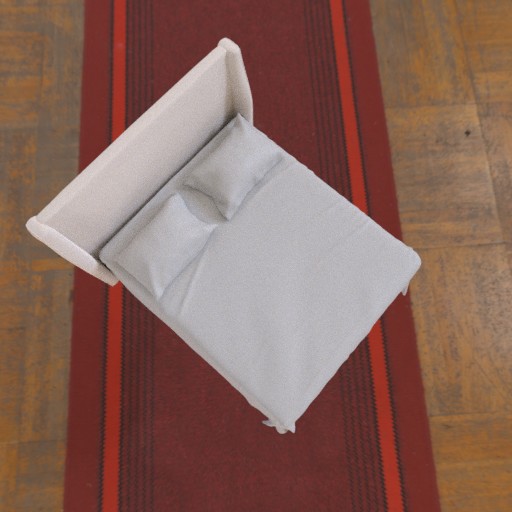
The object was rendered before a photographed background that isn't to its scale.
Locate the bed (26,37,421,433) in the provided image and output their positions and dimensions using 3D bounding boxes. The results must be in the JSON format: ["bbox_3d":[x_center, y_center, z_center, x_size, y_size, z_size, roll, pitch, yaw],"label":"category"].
[{"bbox_3d":[0.000,0.000,3.423,2.276,1.332,1.925,41,79,10],"label":"bed"}]
